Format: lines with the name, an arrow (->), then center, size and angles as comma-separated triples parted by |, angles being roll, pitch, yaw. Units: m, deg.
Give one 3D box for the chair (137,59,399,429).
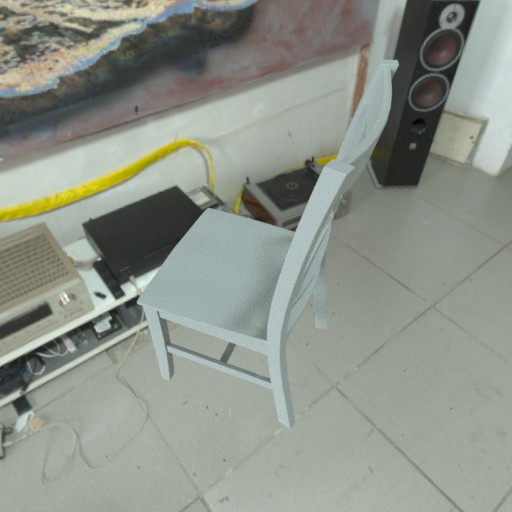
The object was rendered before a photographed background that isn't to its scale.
chair -> 0.000, 0.000, 1.252 | 0.542, 0.983, 0.485 | 16, 47, 15
